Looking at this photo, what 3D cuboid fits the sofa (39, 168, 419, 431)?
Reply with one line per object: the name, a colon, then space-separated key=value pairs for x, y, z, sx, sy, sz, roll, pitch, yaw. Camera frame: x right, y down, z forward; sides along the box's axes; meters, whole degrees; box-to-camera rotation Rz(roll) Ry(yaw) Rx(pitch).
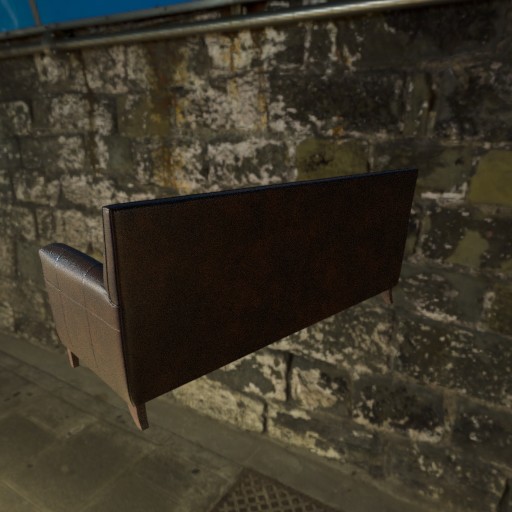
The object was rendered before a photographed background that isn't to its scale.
sofa: x=0.000 y=0.000 z=2.405 sx=1.995 sy=0.871 sz=0.786 roll=-15 pitch=22 yaw=-42
